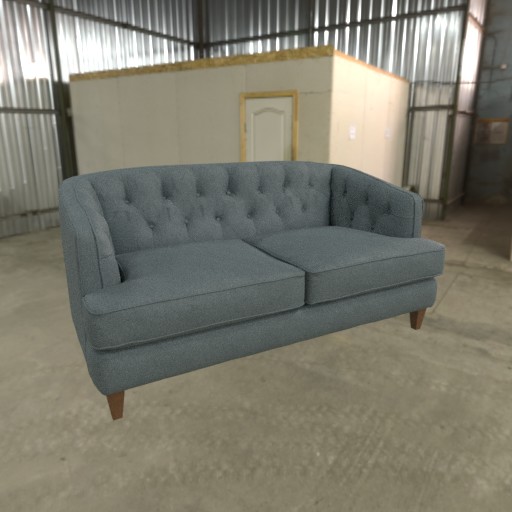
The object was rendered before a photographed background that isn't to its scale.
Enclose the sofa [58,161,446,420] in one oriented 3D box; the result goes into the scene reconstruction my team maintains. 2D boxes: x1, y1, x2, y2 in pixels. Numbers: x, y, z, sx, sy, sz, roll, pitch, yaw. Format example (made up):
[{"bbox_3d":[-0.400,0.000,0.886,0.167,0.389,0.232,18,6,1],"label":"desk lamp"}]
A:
[{"bbox_3d":[0.000,0.000,2.207,1.733,0.855,0.941,-9,18,-28],"label":"sofa"}]
